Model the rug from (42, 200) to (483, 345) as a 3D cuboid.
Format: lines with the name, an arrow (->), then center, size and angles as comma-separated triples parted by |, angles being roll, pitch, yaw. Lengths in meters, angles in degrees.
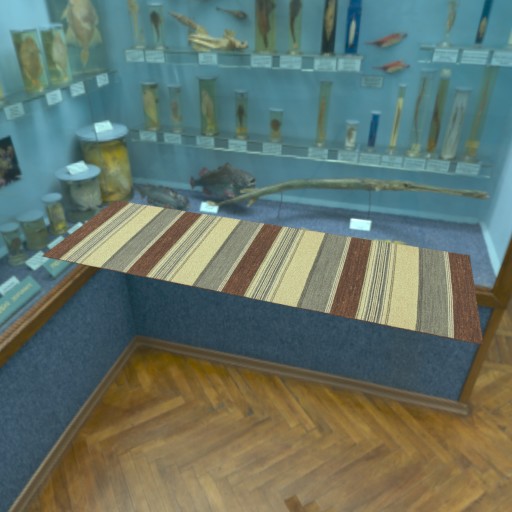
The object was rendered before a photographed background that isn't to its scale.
rug -> 0.000, 0.000, 2.655 | 2.437, 0.006, 0.792 | 10, 34, 15
